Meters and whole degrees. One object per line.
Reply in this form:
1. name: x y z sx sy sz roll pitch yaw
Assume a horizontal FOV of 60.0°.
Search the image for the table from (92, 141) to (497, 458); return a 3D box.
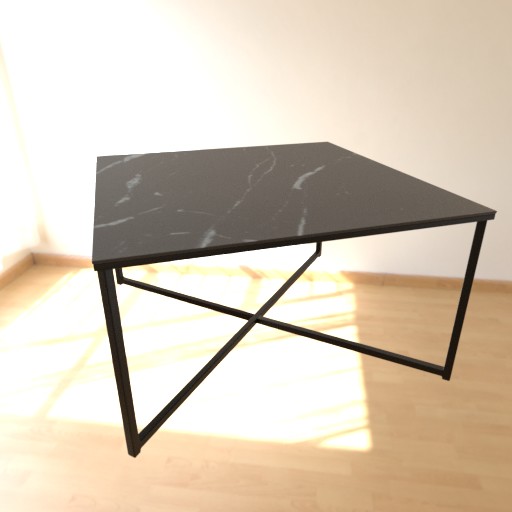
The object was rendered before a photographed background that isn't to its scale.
1. table: 0.000 0.000 1.253 0.800 0.450 0.800 -8 26 -16
